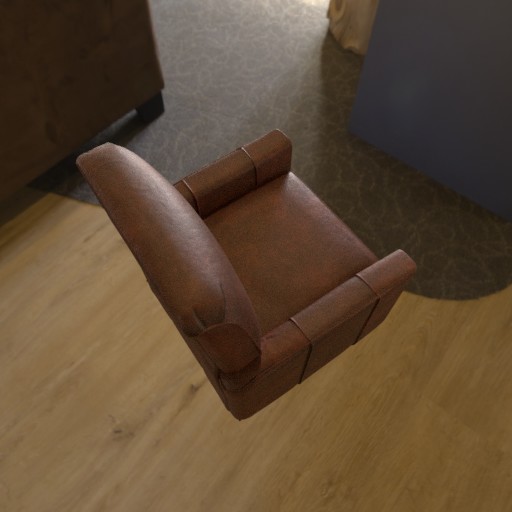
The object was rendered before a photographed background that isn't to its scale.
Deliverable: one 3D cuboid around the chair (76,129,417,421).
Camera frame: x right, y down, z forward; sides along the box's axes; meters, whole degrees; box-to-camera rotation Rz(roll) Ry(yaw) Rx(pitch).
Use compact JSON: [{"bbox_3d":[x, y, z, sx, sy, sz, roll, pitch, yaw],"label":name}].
[{"bbox_3d":[0.000,0.000,1.668,0.836,1.043,0.843,-30,63,-17],"label":"chair"}]
